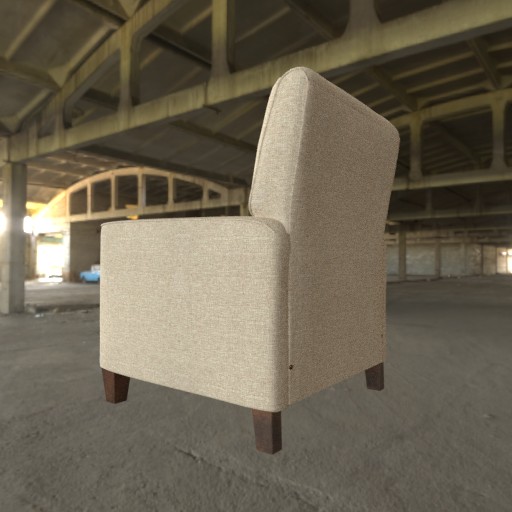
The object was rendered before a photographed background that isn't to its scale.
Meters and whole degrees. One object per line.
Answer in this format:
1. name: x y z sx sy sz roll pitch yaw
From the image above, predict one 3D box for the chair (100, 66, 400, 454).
1. chair: 0.000 0.000 1.636 0.858 1.028 0.841 -1 -1 37
